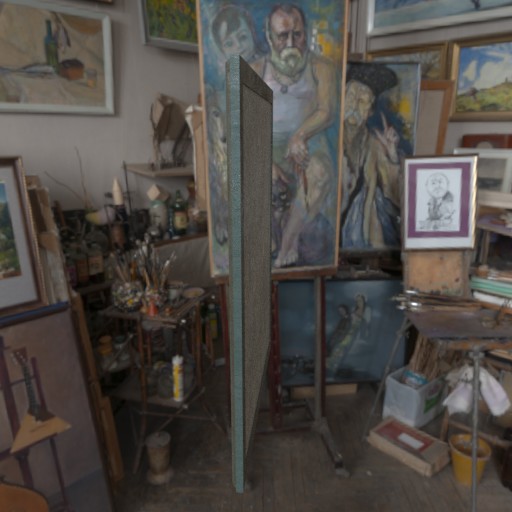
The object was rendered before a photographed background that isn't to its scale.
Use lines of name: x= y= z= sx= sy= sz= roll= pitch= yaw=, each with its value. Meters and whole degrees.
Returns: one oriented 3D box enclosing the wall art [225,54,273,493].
wall art: x=0.000 y=0.000 z=1.314 sx=0.030 sy=0.983 sz=0.767 roll=2 pitch=16 yaw=7
